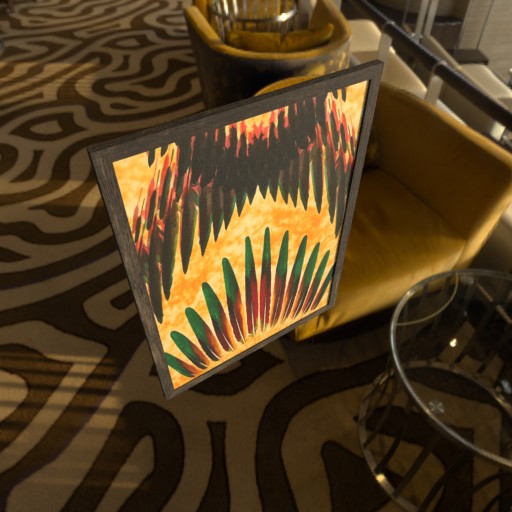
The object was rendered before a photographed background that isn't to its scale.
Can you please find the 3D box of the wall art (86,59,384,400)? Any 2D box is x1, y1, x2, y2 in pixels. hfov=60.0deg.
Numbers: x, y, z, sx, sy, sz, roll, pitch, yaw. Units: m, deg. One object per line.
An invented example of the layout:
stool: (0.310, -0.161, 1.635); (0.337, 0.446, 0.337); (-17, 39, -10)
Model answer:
wall art: (0.000, 0.000, 1.433); (0.812, 1.066, 0.029); (-25, 51, -23)
